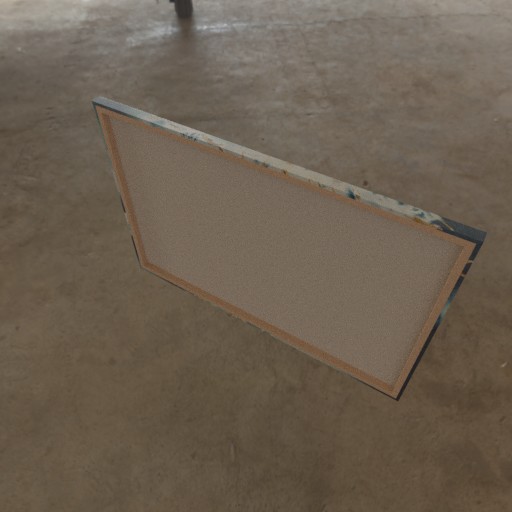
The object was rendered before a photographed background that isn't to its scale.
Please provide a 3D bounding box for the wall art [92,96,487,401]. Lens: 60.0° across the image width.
[{"bbox_3d":[0.000,0.000,1.418,1.138,0.759,0.035,24,52,21],"label":"wall art"}]
